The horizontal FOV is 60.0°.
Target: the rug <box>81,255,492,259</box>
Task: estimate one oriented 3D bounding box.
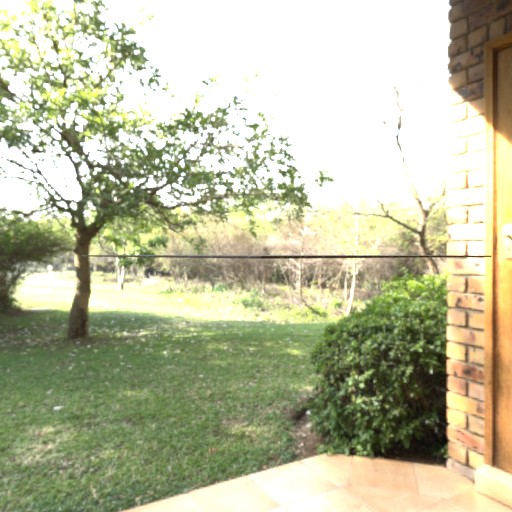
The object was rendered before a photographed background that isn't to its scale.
[{"bbox_3d":[0.000,0.000,2.741,1.524,0.010,2.134,0,0,-36],"label":"rug"}]
